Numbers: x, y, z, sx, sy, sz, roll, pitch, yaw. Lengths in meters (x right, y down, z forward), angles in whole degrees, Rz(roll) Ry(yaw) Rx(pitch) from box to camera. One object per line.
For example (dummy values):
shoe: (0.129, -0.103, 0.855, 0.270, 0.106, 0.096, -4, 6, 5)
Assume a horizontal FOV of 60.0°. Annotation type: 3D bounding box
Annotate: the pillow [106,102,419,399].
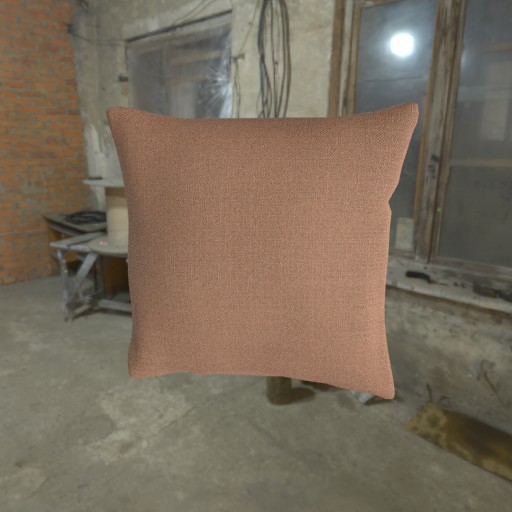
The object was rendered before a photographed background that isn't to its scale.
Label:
pillow: (0.000, 0.000, 0.739, 0.478, 0.479, 0.158, 2, 15, 8)
